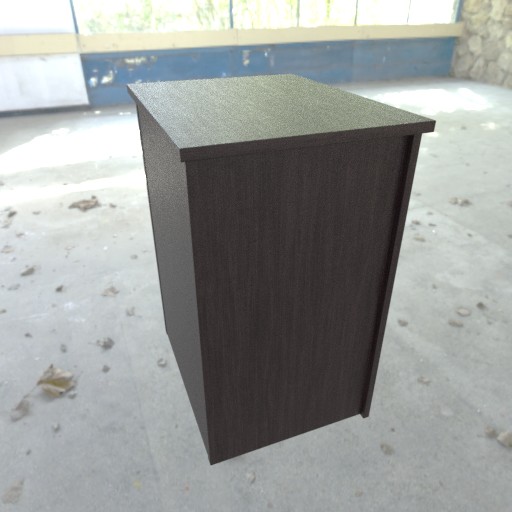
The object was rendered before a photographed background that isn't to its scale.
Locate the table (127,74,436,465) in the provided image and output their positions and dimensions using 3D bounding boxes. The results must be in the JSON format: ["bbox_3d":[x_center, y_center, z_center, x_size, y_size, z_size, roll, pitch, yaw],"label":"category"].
[{"bbox_3d":[0.000,0.000,0.934,0.381,0.635,0.480,-11,32,-18],"label":"table"}]
